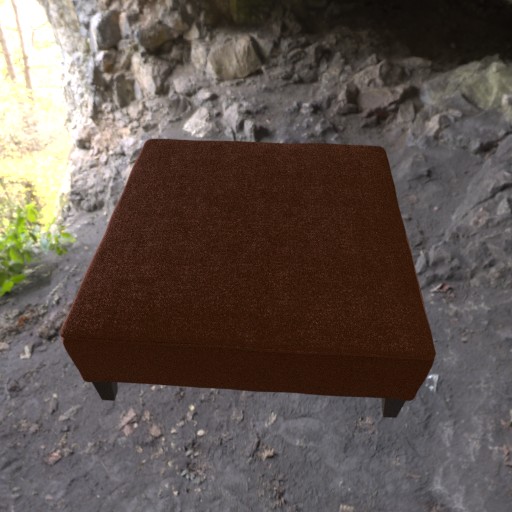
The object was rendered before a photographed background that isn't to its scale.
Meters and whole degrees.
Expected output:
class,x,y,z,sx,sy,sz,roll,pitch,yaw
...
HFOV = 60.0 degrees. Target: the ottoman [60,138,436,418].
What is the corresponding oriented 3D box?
class,x,y,z,sx,sy,sz,roll,pitch,yaw
ottoman,0.000,0.000,1.599,0.997,0.438,0.999,3,46,3
